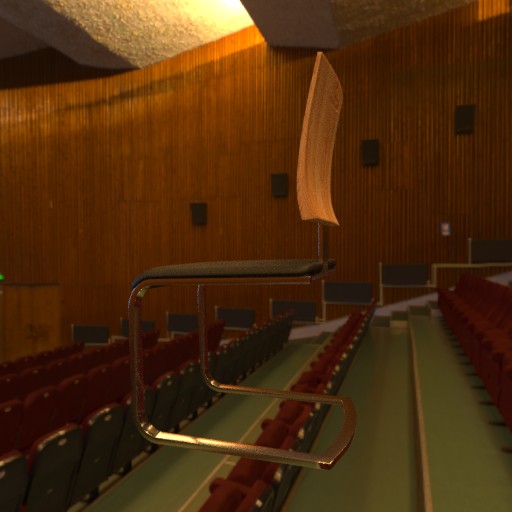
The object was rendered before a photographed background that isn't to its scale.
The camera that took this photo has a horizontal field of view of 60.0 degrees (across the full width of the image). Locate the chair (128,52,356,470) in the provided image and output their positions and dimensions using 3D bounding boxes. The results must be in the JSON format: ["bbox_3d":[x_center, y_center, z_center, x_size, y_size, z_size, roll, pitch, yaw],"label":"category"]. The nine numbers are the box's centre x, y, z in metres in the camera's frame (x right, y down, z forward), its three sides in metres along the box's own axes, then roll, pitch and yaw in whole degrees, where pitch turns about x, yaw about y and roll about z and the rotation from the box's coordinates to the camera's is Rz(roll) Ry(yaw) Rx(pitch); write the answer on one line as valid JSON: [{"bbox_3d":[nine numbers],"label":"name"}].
[{"bbox_3d":[0.000,0.000,1.256,0.560,0.936,0.462,0,2,18],"label":"chair"}]
